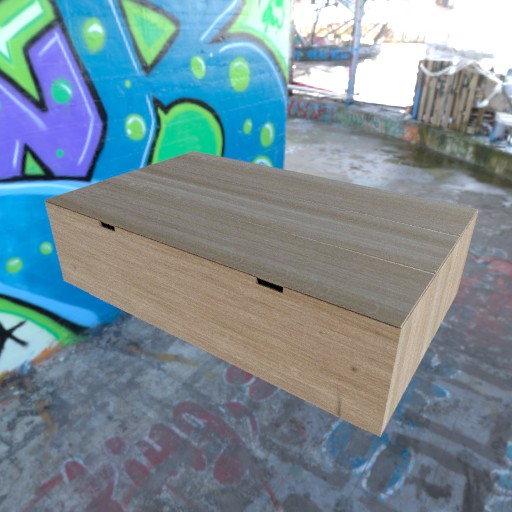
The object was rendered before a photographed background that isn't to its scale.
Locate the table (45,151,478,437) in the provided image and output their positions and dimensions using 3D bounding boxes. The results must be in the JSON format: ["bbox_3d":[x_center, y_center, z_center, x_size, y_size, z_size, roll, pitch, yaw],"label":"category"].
[{"bbox_3d":[0.000,0.000,1.409,1.110,0.353,0.678,18,33,30],"label":"table"}]
